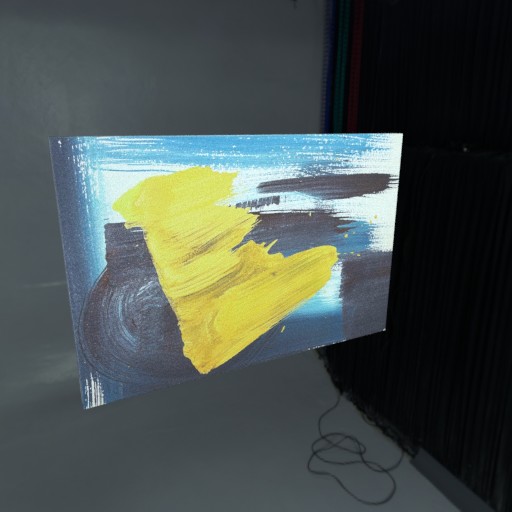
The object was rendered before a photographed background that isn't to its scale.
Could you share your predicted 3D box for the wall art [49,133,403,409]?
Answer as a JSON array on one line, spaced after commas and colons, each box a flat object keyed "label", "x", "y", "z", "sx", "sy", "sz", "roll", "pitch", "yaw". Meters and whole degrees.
[{"label": "wall art", "x": 0.000, "y": 0.000, "z": 1.156, "sx": 0.914, "sy": 0.610, "sz": 0.039, "roll": -8, "pitch": 18, "yaw": -26}]
